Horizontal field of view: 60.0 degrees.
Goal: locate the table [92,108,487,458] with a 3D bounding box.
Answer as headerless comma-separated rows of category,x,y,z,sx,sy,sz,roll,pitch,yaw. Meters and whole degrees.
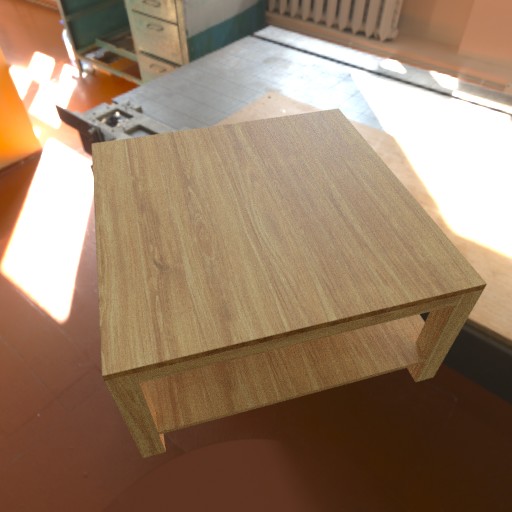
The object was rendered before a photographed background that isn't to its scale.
table,0.000,0.000,1.442,0.900,0.450,0.900,-11,47,-11
